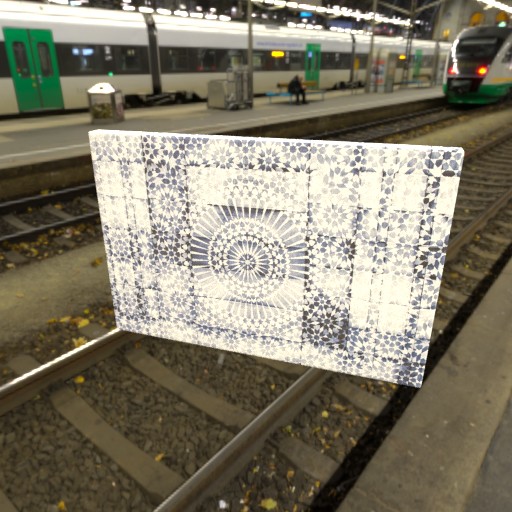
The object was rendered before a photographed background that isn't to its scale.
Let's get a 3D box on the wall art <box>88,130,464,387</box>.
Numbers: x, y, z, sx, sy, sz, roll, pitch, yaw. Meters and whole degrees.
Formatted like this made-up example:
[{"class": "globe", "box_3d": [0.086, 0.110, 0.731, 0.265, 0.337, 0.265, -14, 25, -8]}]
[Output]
[{"class": "wall art", "box_3d": [0.000, 0.000, 0.784, 0.608, 0.406, 0.030, 7, 25, 16]}]
